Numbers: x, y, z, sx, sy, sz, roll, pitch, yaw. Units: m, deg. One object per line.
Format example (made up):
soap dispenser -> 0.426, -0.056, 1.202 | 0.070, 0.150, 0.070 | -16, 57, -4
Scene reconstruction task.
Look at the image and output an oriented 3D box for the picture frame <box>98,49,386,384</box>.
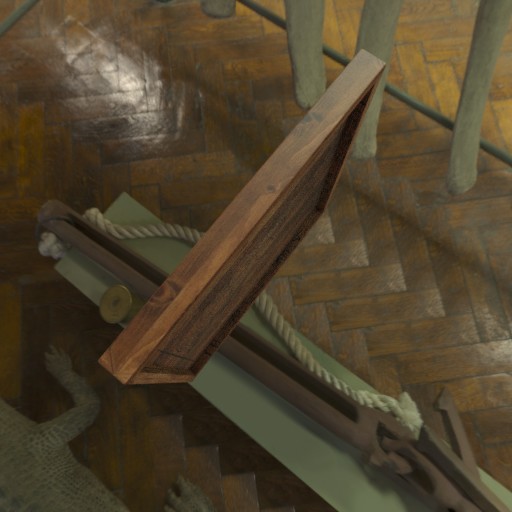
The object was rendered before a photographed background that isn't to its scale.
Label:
picture frame -> 0.000, 0.000, 0.536 | 0.028, 0.356, 0.352 | 37, 78, 9
